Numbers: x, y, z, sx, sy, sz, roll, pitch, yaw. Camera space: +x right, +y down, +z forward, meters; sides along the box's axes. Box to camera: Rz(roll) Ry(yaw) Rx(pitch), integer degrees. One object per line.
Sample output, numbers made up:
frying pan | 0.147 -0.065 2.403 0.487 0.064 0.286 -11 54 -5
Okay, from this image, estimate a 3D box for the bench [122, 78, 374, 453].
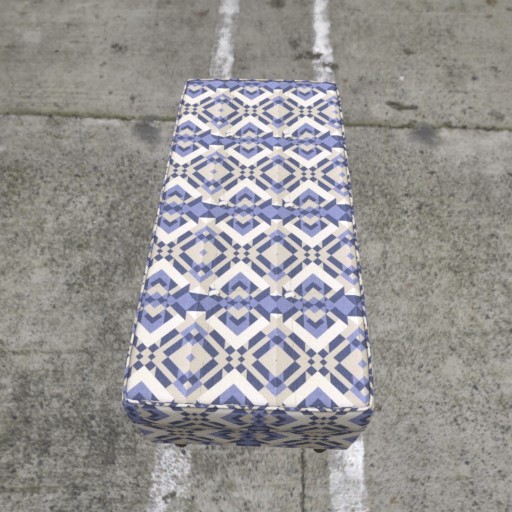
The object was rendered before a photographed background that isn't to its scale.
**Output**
bench | 0.000 0.000 1.273 0.492 0.477 1.016 2 55 1
